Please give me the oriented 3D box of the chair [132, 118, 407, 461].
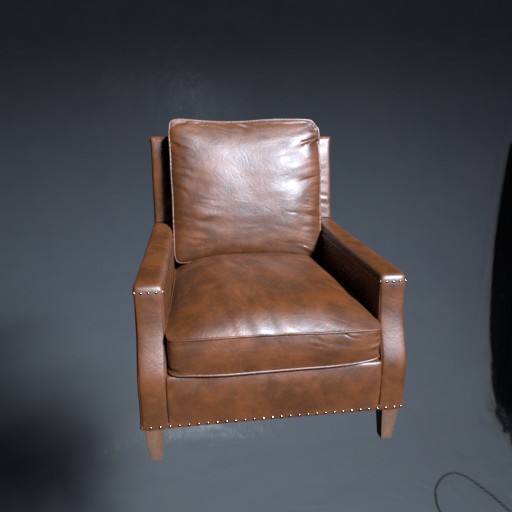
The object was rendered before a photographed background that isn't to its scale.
[{"bbox_3d":[0.000,0.000,1.753,0.854,1.054,1.035,-2,16,-8],"label":"chair"}]
